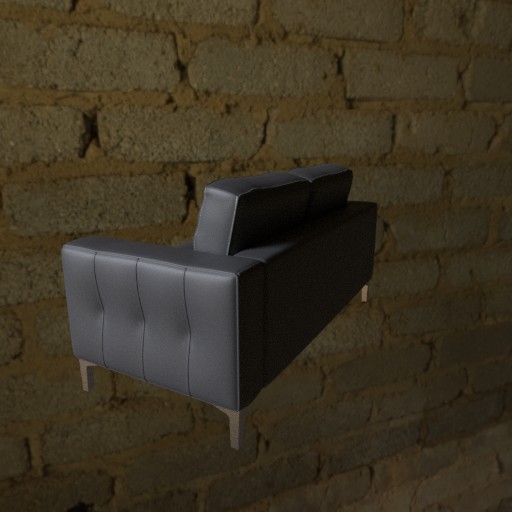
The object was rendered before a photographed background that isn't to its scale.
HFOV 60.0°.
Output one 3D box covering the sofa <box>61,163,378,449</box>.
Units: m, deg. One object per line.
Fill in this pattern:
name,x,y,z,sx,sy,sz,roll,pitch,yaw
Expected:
sofa,0.000,0.000,2.285,0.833,0.893,1.726,8,17,28
